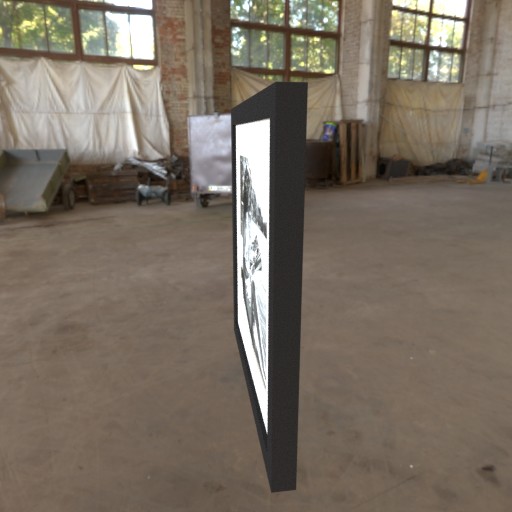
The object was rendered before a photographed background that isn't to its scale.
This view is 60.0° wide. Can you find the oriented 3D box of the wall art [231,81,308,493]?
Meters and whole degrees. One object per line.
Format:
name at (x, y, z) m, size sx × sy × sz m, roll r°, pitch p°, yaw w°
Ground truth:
wall art at (0.000, 0.000, 0.690) m, size 0.030 × 0.458 × 0.462 m, roll -2°, pitch 15°, yaw -8°
